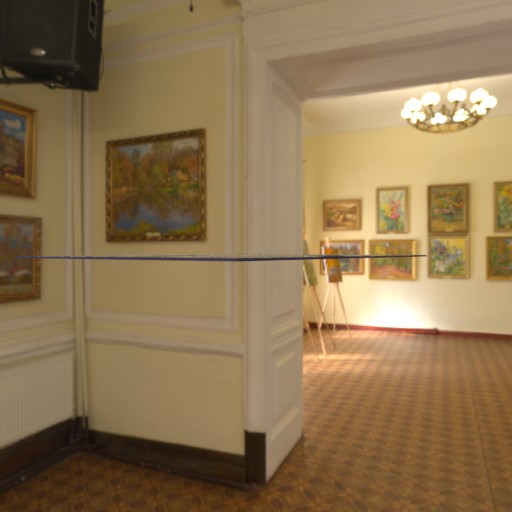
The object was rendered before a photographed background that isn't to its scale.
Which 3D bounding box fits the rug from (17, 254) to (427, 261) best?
[{"bbox_3d":[0.000,0.000,2.217,1.184,0.012,1.781,0,1,36],"label":"rug"}]
